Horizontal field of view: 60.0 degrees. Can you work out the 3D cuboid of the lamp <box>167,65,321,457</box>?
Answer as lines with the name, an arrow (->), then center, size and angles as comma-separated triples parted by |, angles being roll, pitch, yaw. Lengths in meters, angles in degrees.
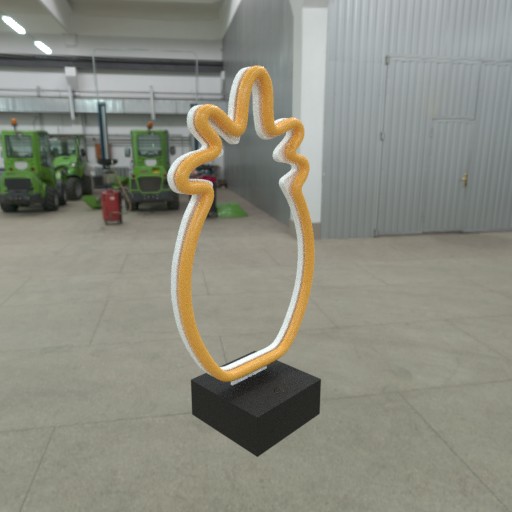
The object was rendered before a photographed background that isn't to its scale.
lamp -> 0.000, 0.000, 0.395 | 0.088, 0.317, 0.167 | 13, 18, 43
